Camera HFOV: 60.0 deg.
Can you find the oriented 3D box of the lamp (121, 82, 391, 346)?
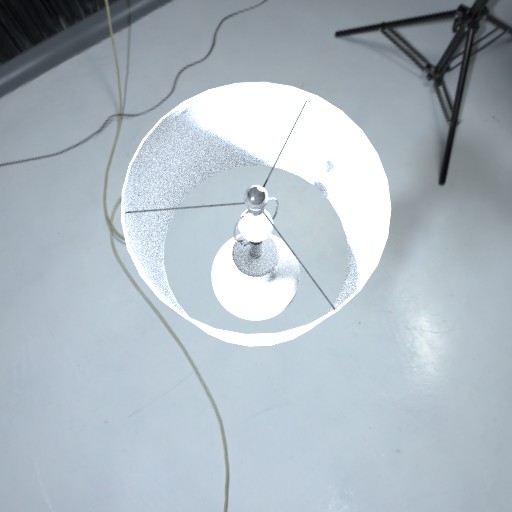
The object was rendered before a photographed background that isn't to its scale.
[{"bbox_3d":[0.000,0.000,0.886,0.357,0.673,0.357,-34,79,-8],"label":"lamp"}]
